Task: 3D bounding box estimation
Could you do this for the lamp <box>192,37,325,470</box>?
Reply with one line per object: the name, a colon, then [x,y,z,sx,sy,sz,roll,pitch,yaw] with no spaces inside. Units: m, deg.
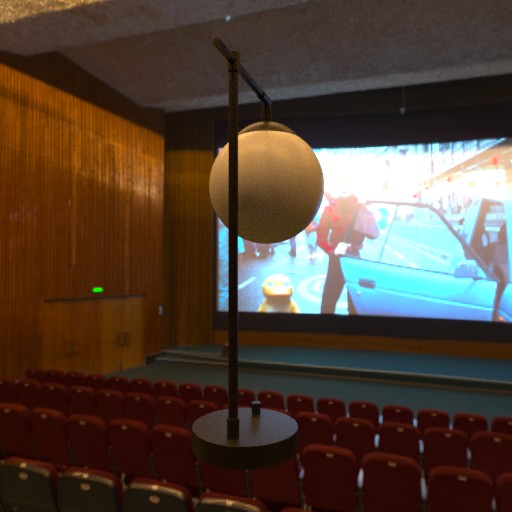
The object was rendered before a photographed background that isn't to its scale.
lamp: [0.000,0.000,0.705,0.197,0.559,0.316,0,-1,18]
